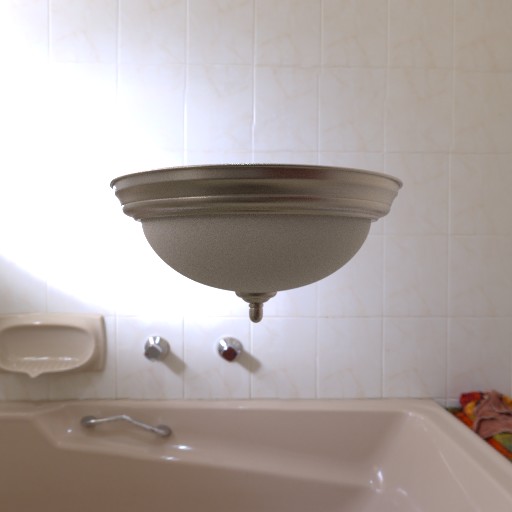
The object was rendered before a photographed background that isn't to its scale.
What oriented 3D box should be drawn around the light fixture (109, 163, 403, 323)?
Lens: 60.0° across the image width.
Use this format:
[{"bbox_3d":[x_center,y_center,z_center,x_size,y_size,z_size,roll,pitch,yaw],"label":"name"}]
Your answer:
[{"bbox_3d":[0.000,0.000,0.446,0.280,0.135,0.280,0,1,0],"label":"light fixture"}]
